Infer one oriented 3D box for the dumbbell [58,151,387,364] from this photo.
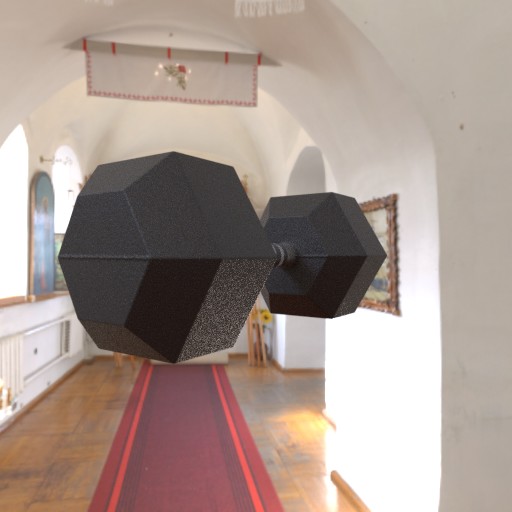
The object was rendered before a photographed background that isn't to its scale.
[{"bbox_3d":[0.000,0.000,0.331,0.122,0.106,0.271,0,1,35],"label":"dumbbell"}]
